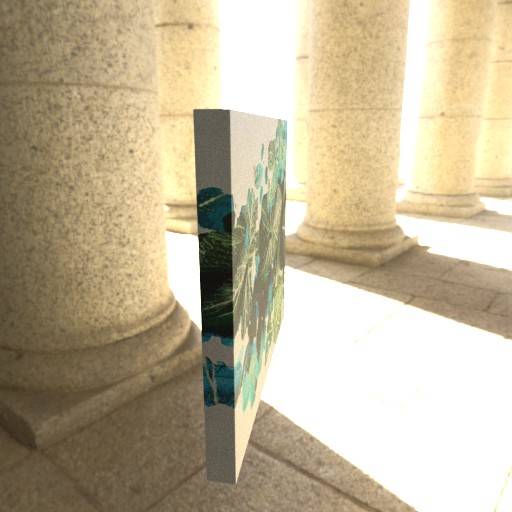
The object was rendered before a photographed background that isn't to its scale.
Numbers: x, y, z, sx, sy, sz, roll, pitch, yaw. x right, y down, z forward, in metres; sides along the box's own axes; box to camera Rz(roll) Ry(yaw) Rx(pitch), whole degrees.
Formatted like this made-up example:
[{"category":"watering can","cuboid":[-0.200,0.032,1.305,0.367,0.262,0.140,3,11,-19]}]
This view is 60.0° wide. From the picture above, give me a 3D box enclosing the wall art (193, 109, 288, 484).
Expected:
[{"category":"wall art","cuboid":[0.000,0.000,0.724,0.041,0.435,0.507,3,16,10]}]
